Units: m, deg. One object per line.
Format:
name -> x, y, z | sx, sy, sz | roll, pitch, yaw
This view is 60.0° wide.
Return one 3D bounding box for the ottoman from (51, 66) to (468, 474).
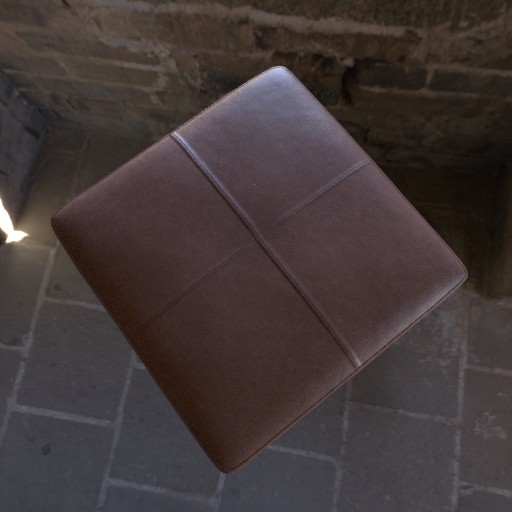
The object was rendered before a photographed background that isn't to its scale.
ottoman -> 0.000, 0.000, 1.800 | 1.168, 0.490, 1.168 | -37, 79, -8
